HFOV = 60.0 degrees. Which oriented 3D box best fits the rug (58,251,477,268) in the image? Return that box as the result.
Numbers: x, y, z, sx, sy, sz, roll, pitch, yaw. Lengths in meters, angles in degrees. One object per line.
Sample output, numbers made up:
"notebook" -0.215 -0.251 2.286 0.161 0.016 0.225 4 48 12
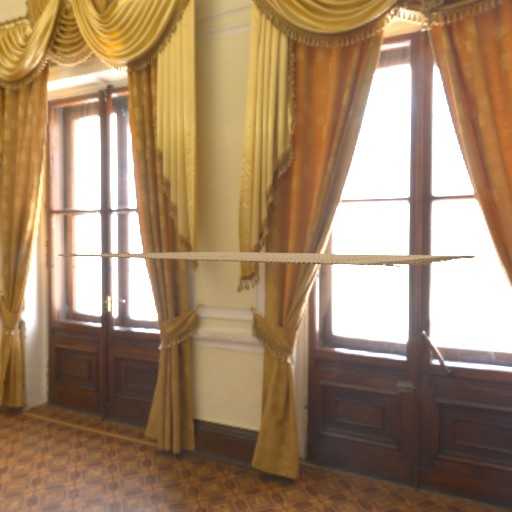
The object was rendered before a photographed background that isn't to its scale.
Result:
"rug" 0.000 0.000 2.465 2.021 0.027 1.224 1 2 38
